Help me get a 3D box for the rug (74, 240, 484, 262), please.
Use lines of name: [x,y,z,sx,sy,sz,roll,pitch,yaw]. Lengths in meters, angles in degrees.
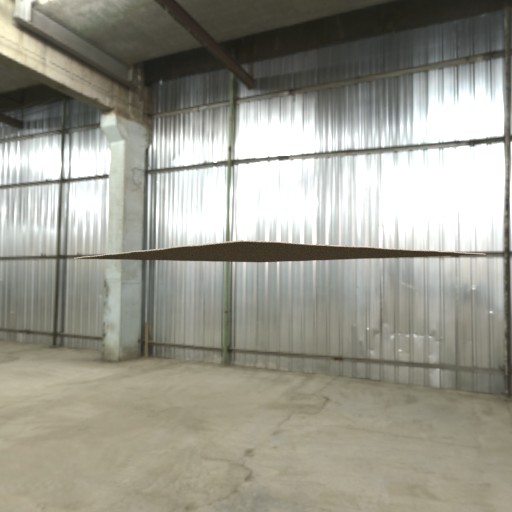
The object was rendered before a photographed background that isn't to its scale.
rug: [0.000,0.000,4.108,2.468,0.022,3.061,2,-3,-37]
